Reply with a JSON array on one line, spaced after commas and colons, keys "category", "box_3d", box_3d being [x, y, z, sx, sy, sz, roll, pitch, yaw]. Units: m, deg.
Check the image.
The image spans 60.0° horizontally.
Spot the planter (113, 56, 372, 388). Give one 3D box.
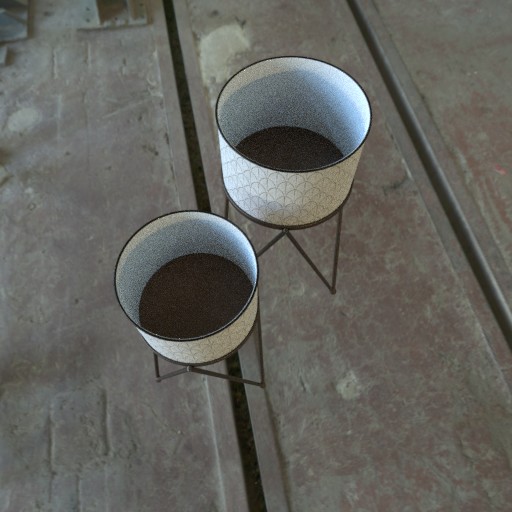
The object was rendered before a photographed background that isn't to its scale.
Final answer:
[{"category": "planter", "box_3d": [0.000, 0.000, 1.177, 0.413, 0.712, 0.769, 30, 67, 14]}]
